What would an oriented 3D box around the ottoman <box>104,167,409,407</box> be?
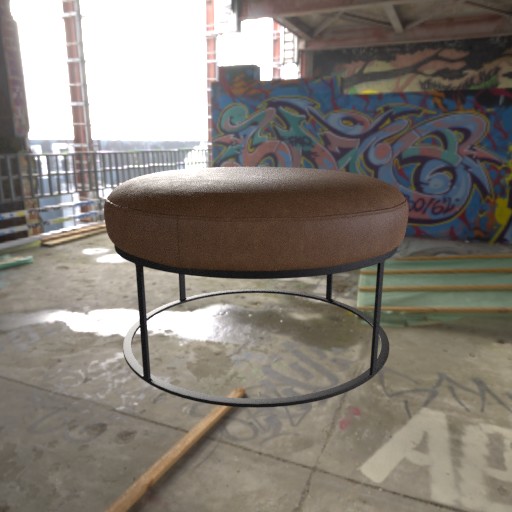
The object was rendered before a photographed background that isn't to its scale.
[{"bbox_3d":[0.000,0.000,1.218,0.771,0.460,0.771,0,15,0],"label":"ottoman"}]
